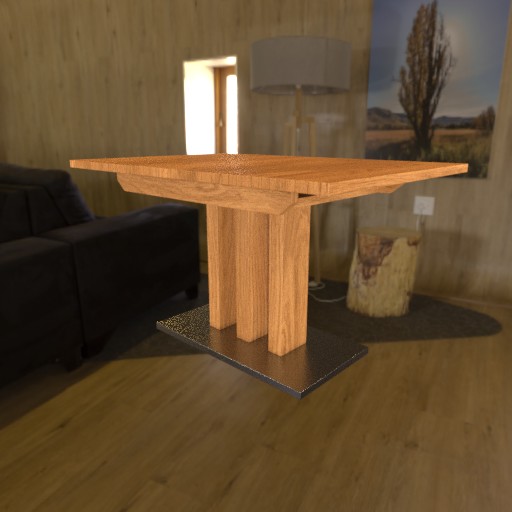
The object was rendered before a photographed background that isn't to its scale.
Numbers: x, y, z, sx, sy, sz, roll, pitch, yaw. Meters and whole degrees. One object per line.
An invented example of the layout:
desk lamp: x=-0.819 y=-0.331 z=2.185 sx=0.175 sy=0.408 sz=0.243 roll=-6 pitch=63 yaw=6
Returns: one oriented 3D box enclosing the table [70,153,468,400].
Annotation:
table: x=0.000 y=0.000 z=1.848 sx=1.300 sy=0.770 sz=0.900 roll=14 pitch=21 yaw=41
